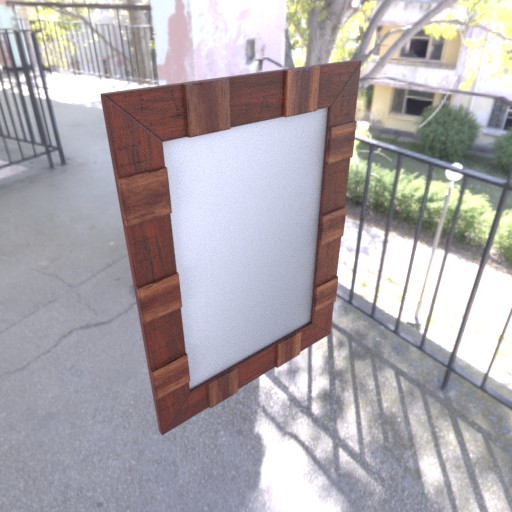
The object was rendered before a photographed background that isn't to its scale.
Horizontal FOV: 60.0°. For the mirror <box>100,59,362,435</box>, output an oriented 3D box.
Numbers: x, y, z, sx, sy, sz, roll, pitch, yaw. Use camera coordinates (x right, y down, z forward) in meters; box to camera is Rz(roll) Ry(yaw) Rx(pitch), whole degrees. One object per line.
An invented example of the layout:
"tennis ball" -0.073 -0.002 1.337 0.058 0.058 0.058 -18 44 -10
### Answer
"mirror" 0.000 0.000 1.046 0.600 0.805 0.021 -23 38 -32
